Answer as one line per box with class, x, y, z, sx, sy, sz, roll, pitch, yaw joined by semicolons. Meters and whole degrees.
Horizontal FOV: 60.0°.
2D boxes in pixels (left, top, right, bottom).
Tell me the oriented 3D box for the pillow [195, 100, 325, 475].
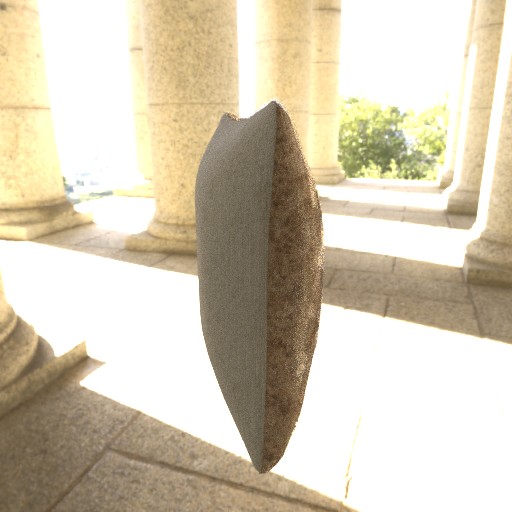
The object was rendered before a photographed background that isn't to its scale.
pillow;0.000;0.000;0.817;0.216;0.525;0.538;-3;17;-9
